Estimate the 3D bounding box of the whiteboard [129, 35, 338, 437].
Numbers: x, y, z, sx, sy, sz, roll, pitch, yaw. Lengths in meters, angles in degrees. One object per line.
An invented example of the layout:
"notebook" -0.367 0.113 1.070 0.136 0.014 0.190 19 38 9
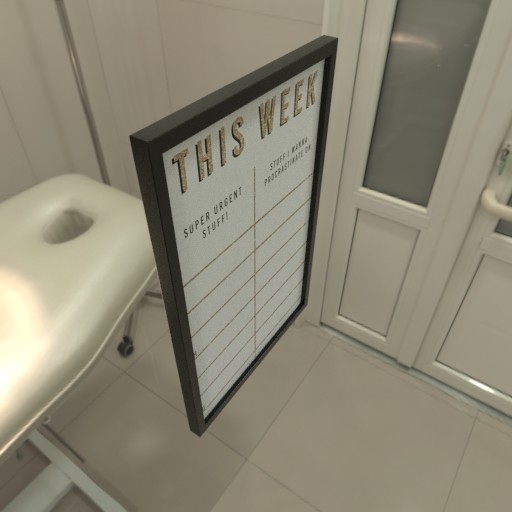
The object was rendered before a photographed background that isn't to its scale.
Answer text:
"whiteboard" 0.000 0.000 0.762 0.026 0.611 0.406 25 48 25
